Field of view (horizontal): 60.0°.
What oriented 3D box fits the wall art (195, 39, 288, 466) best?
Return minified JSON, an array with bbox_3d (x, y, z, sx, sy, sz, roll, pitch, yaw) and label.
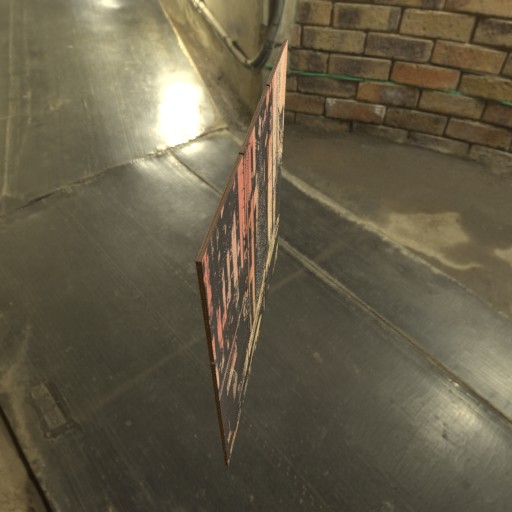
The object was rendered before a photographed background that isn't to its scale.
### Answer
[{"bbox_3d":[0.000,0.000,1.332,0.010,0.917,0.919,8,47,8],"label":"wall art"}]
